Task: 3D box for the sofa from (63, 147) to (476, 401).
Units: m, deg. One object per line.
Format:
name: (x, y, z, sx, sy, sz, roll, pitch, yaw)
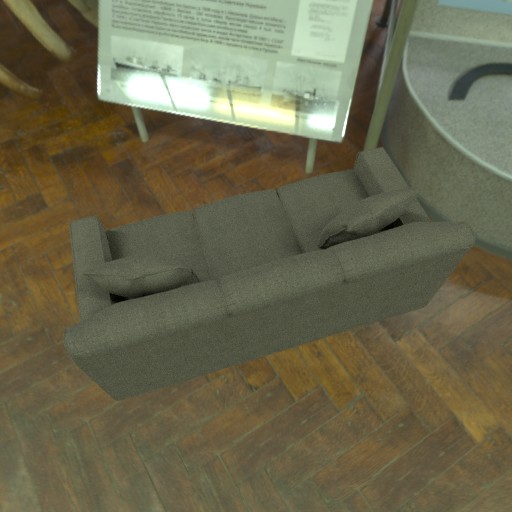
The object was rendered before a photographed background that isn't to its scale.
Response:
sofa: (0.000, 0.000, 2.632, 2.024, 0.958, 0.997, -15, 60, -9)
